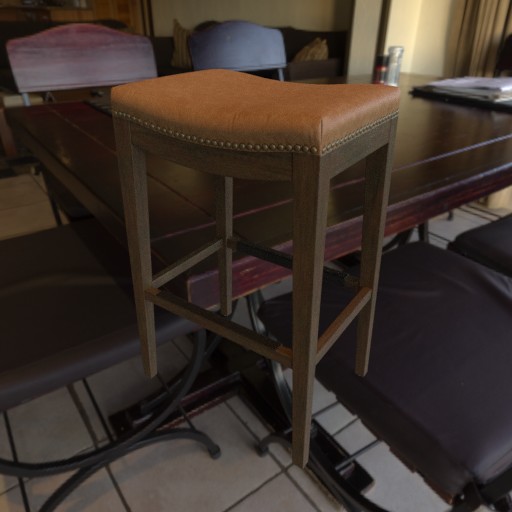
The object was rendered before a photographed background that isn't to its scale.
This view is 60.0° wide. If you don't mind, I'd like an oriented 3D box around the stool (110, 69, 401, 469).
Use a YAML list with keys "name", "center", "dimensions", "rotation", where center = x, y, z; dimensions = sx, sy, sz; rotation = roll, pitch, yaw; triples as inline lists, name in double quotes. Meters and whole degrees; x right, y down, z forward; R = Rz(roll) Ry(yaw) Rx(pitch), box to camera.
- name: "stool"
  center: [0.000, 0.000, 1.038]
  dimensions: [0.500, 0.759, 0.361]
  rotation: [19, 35, 30]
